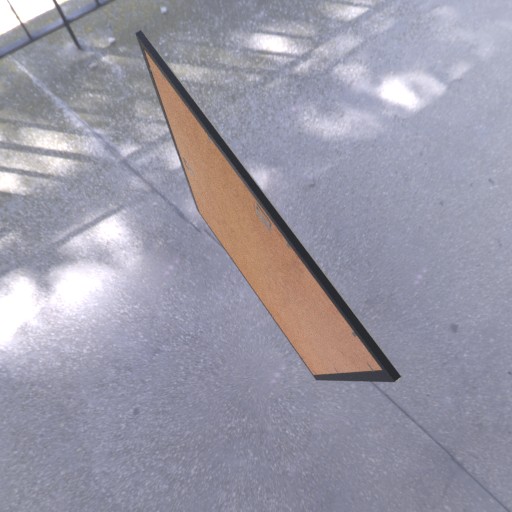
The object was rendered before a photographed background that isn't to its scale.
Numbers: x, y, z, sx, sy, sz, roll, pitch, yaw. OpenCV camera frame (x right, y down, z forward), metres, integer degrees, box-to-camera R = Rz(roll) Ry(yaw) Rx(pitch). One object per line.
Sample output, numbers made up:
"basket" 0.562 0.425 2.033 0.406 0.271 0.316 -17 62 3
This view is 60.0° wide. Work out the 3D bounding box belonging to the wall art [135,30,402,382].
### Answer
"wall art" 0.000 0.000 0.864 0.018 0.660 0.559 -34 77 -9
